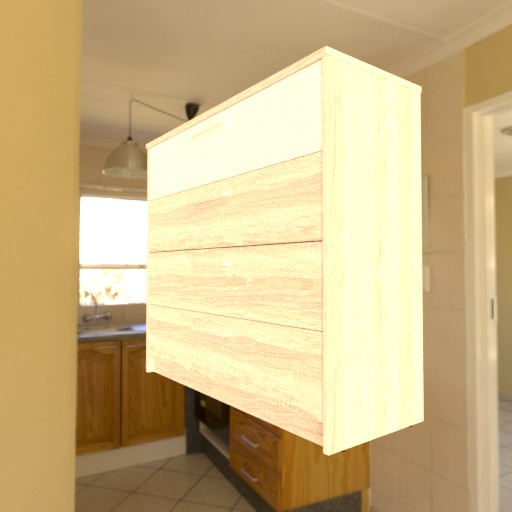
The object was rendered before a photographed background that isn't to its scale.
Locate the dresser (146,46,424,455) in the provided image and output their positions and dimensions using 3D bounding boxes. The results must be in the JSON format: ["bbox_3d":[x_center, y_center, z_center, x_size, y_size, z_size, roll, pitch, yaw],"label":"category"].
[{"bbox_3d":[0.000,0.000,1.462,0.380,0.900,0.980,1,-2,-37],"label":"dresser"}]
